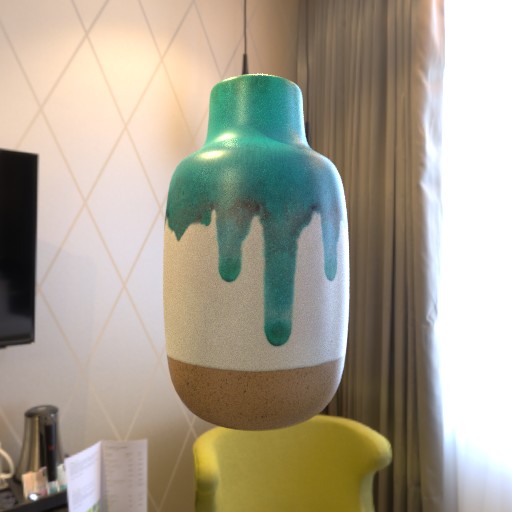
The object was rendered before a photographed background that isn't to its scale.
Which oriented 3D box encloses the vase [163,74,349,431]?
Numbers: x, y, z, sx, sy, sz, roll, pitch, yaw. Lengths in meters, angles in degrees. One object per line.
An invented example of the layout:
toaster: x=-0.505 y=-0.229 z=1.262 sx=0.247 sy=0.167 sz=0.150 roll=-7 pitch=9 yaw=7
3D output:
vase: x=0.000 y=0.000 z=0.258 sx=0.106 sy=0.192 sz=0.106 roll=0 pitch=-1 yaw=0
